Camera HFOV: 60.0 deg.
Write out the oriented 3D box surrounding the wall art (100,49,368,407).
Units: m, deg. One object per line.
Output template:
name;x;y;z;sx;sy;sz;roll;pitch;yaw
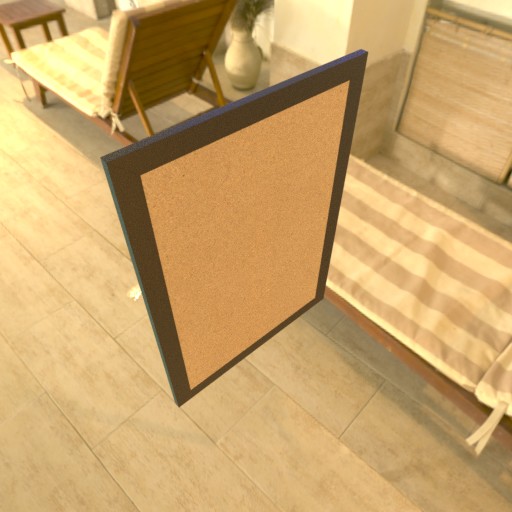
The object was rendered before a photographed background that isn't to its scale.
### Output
wall art;0.000;0.000;0.698;0.381;0.534;0.013;-32;55;-26
